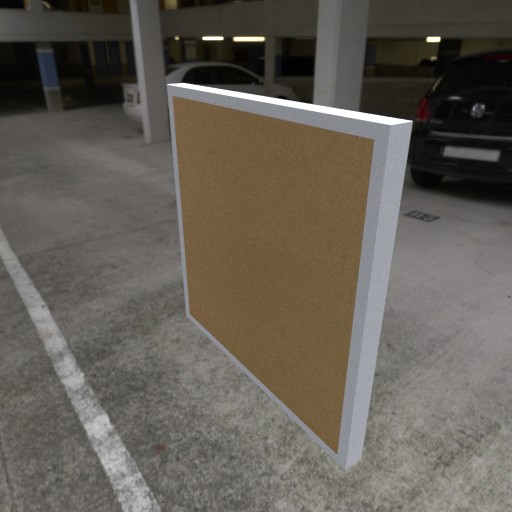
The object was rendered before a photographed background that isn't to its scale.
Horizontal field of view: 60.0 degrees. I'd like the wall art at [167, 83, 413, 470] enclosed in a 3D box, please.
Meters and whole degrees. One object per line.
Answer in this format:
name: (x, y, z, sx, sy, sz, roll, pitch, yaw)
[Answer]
wall art: (0.000, 0.000, 0.749, 0.035, 0.507, 0.508, -18, 31, -32)
